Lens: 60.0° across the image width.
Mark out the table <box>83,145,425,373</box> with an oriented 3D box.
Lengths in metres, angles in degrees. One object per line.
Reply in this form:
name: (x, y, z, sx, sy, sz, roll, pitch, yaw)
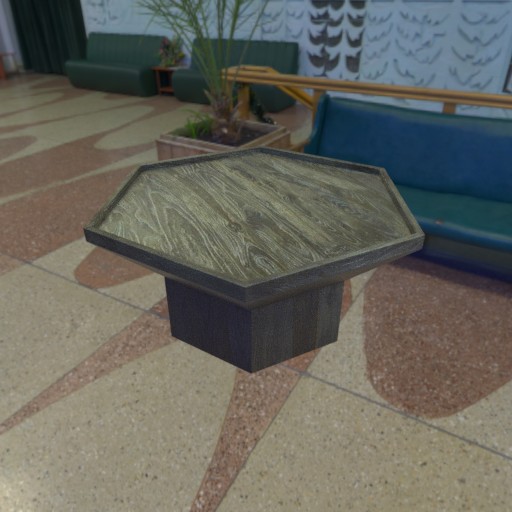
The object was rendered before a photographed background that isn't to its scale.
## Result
table: (0.000, 0.000, 1.613, 1.115, 0.488, 0.966, 18, 35, 28)
